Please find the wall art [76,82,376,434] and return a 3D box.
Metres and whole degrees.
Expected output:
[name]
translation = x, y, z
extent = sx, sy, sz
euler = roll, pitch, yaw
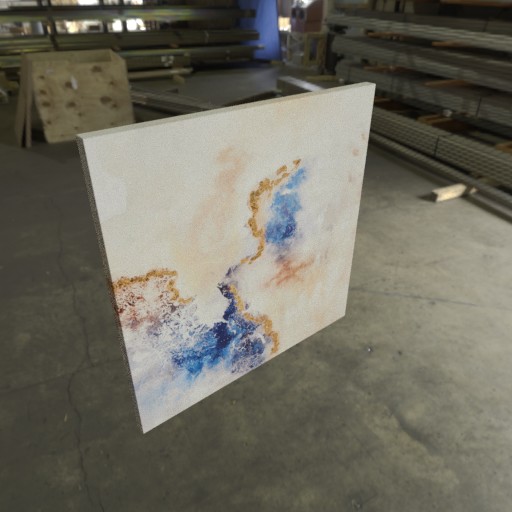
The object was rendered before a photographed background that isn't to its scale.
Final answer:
[wall art]
translation = 0.000, 0.000, 1.336
extent = 0.889, 0.889, 0.038
euler = -23, 38, -32
